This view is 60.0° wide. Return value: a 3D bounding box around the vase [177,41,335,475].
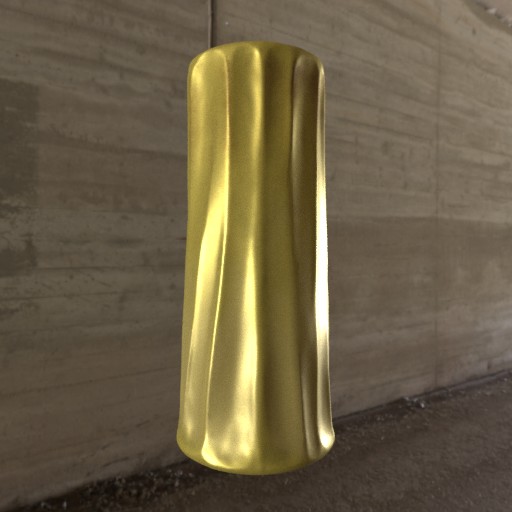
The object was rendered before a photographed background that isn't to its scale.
[{"bbox_3d":[0.000,0.000,0.172,0.061,0.143,0.061,0,1,0],"label":"vase"}]
